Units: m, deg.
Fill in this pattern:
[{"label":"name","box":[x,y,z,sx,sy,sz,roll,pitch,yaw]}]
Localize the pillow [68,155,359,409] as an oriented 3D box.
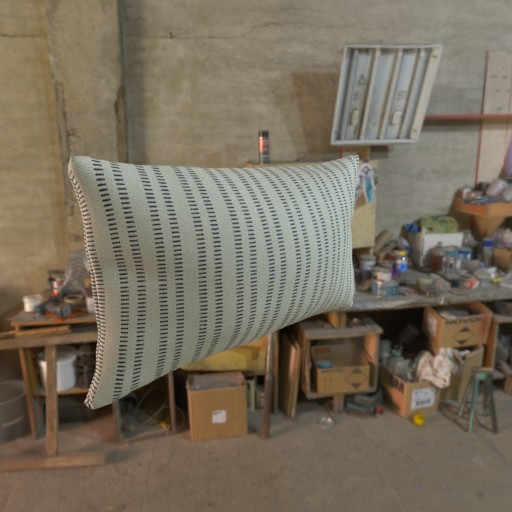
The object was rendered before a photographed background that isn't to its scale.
[{"label":"pillow","box":[0.000,0.000,0.795,0.640,0.353,0.210,-12,18,-42]}]
